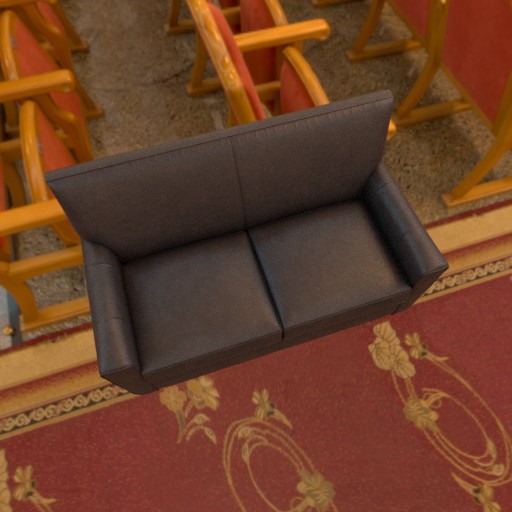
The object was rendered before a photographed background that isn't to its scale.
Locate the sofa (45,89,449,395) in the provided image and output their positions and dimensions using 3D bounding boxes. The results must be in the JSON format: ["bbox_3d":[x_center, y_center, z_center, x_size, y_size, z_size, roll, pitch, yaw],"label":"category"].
[{"bbox_3d":[0.000,0.000,2.029,1.473,0.871,0.787,-16,63,-8],"label":"sofa"}]
